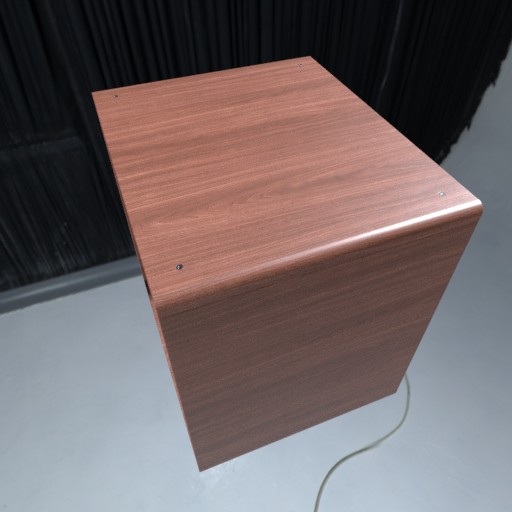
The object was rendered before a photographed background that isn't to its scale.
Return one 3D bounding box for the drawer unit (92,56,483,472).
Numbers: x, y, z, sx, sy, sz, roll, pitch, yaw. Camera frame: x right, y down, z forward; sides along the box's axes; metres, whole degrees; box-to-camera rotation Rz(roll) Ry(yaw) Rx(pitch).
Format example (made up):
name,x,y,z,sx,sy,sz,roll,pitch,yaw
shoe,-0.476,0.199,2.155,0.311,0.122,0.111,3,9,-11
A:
name,x,y,z,sx,sy,sz,roll,pitch,yaw
drawer unit,0.000,0.000,0.585,0.290,0.351,0.349,-16,48,-15
